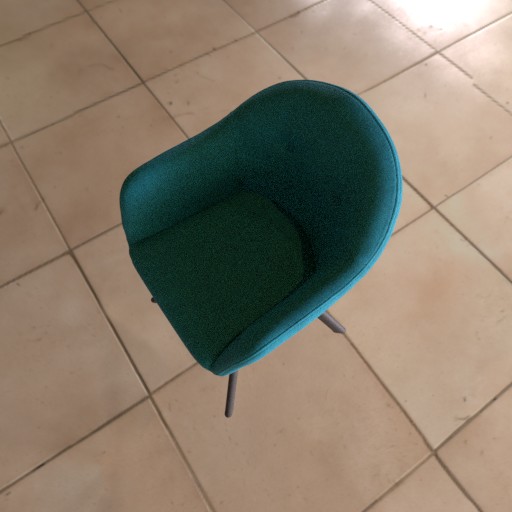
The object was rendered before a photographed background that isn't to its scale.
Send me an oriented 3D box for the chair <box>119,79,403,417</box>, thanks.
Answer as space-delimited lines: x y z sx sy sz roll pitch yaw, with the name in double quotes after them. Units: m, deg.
0.000 0.000 1.181 0.565 0.775 0.545 -32 67 -15 "chair"
